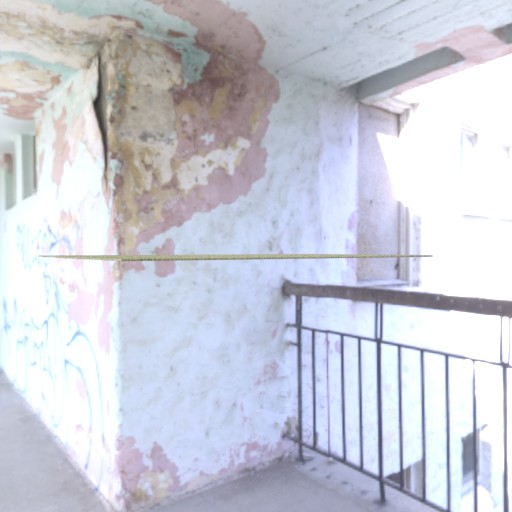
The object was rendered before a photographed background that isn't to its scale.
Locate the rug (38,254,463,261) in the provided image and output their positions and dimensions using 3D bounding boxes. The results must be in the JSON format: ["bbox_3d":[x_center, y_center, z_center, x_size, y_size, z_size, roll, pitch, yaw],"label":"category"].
[{"bbox_3d":[0.000,0.000,2.172,1.747,0.006,1.143,0,1,-36],"label":"rug"}]
